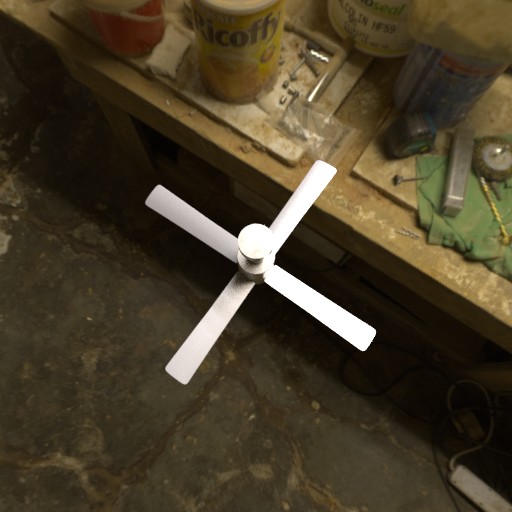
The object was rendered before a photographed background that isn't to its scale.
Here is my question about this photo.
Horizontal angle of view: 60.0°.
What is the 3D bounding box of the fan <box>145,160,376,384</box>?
[{"bbox_3d":[0.000,0.000,2.357,1.525,0.539,1.525,34,78,9],"label":"fan"}]
